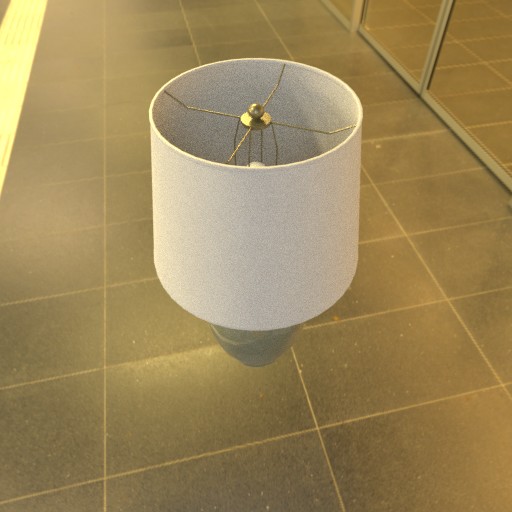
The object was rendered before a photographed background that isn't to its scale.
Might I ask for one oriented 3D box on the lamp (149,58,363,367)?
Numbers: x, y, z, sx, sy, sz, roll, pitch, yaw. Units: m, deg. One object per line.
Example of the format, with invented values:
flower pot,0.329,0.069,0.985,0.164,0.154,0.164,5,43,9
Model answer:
lamp,0.000,0.000,0.541,0.239,0.399,0.239,0,48,0
